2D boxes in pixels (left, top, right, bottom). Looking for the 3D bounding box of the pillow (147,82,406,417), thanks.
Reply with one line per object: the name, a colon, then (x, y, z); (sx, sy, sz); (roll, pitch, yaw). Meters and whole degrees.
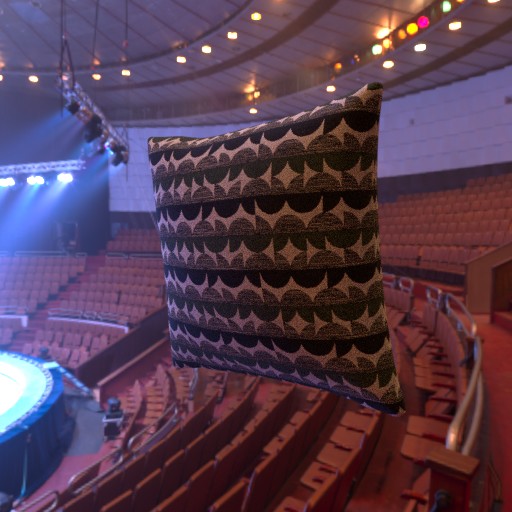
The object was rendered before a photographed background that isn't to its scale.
pillow: (0.000, 0.000, 0.651); (0.419, 0.404, 0.180); (0, 0, 37)
